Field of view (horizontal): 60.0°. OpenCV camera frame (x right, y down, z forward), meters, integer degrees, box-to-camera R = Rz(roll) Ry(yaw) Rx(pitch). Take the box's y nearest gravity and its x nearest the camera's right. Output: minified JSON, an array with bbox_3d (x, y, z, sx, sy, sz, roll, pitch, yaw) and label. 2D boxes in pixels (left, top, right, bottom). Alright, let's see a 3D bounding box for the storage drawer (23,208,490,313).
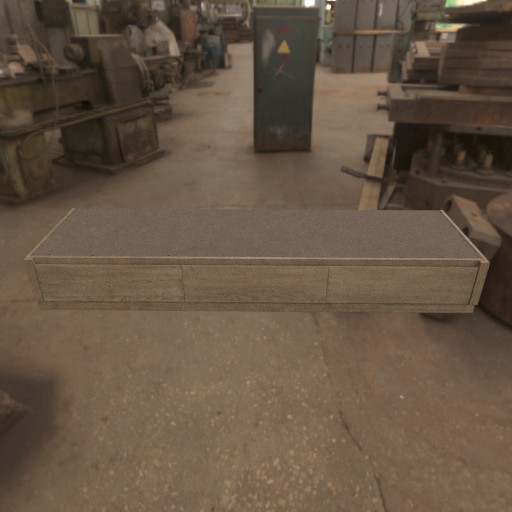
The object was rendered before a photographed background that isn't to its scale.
[{"bbox_3d":[0.000,0.000,2.290,2.072,0.274,0.591,0,29,1],"label":"storage drawer"}]
